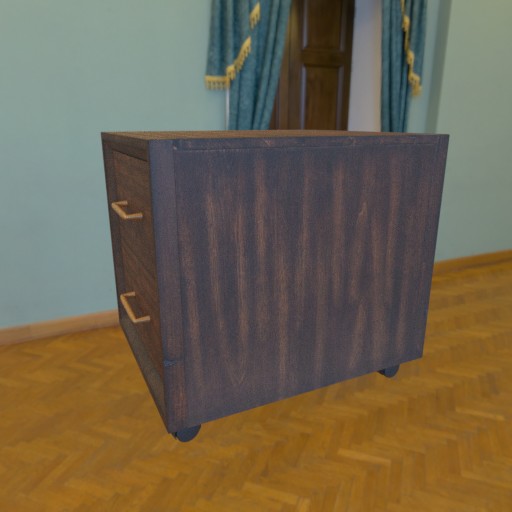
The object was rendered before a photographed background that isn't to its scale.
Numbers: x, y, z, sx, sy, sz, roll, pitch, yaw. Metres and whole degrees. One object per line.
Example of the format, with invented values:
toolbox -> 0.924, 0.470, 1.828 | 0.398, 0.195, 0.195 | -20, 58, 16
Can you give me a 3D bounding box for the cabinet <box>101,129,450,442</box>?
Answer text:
cabinet -> 0.000, 0.000, 0.849 | 0.500, 0.455, 0.402 | -8, 19, -25
